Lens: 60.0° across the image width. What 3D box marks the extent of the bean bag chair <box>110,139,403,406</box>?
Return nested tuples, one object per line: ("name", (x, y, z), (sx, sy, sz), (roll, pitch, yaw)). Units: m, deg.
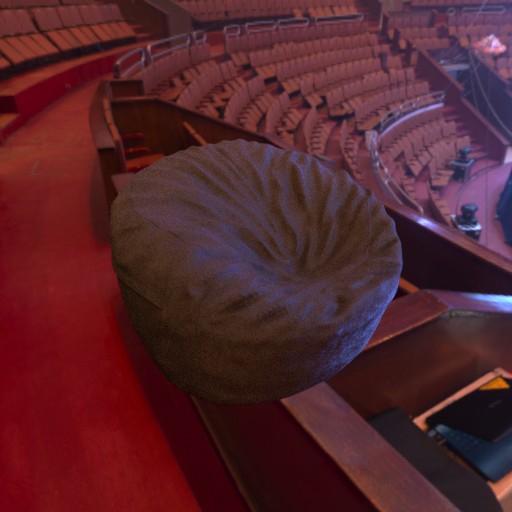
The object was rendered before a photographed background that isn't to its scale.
("bean bag chair", (0.000, 0.000, 2.051), (1.245, 0.821, 1.245), (0, 30, 0))
